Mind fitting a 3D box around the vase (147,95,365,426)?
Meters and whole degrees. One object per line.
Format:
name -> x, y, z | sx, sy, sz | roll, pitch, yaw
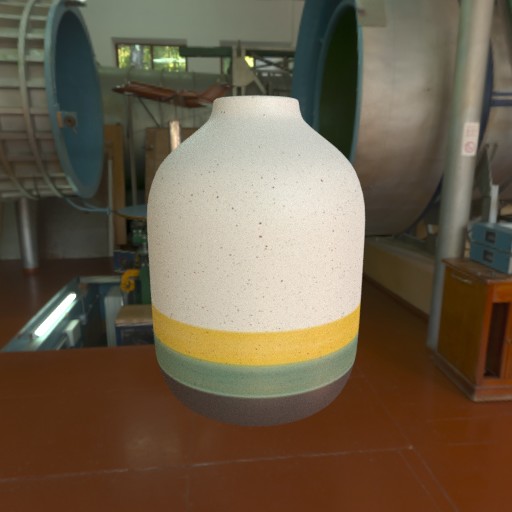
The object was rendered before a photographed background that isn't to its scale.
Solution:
vase -> 0.000, 0.000, 0.361 | 0.169, 0.240, 0.169 | 0, 14, 0
